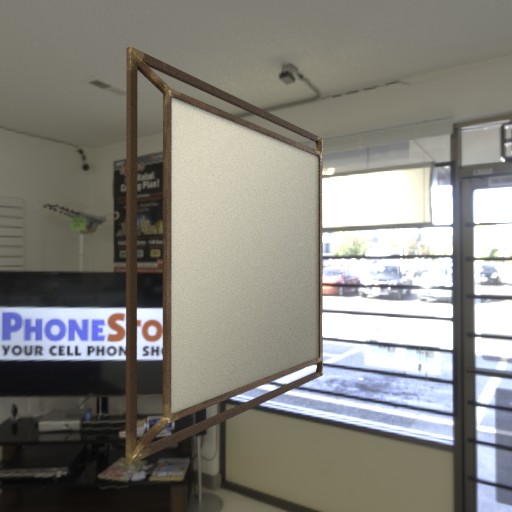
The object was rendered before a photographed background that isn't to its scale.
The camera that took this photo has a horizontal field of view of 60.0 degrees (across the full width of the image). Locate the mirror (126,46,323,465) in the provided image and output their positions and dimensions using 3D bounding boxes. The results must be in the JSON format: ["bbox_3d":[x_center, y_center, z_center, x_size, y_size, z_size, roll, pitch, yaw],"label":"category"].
[{"bbox_3d":[0.000,0.000,0.890,0.032,0.610,0.610,0,-1,36],"label":"mirror"}]
